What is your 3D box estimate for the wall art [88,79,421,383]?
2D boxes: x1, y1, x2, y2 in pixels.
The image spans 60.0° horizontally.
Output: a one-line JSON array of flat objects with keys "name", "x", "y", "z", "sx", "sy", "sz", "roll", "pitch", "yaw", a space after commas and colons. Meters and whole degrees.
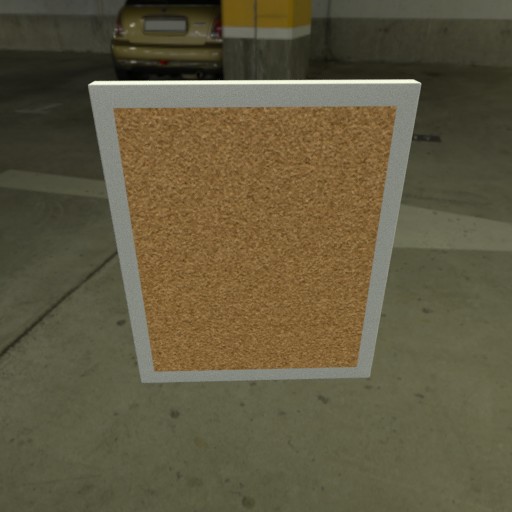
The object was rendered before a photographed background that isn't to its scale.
[{"name": "wall art", "x": 0.000, "y": 0.000, "z": 0.752, "sx": 0.454, "sy": 0.556, "sz": 0.028, "roll": -1, "pitch": 30, "yaw": -2}]
